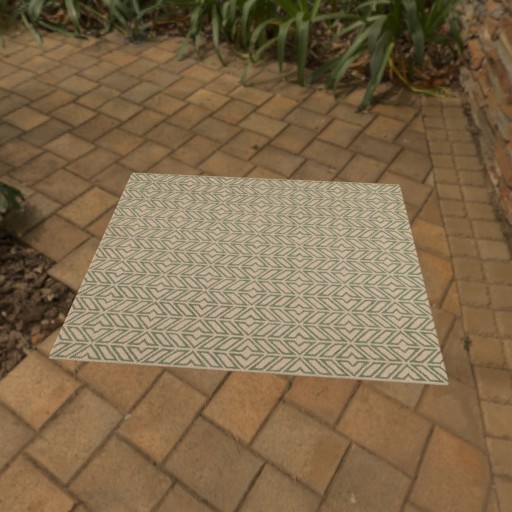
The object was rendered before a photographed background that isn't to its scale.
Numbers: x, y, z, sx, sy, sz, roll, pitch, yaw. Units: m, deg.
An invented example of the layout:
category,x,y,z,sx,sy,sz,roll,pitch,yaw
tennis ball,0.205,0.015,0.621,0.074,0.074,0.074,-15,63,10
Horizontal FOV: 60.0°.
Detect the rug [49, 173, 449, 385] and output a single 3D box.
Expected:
category,x,y,z,sx,sy,sz,roll,pitch,yaw
rug,0.000,0.000,4.199,3.050,0.017,2.441,3,46,3
